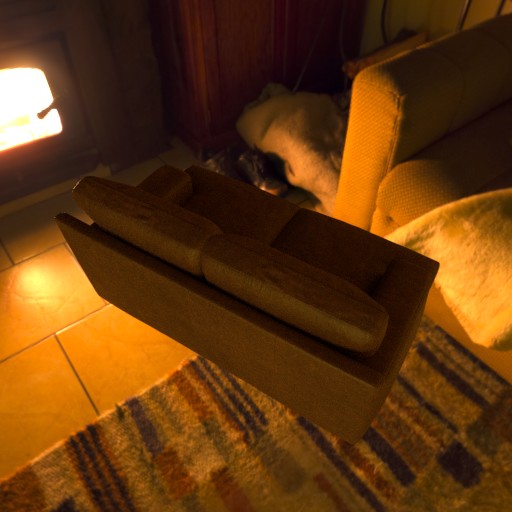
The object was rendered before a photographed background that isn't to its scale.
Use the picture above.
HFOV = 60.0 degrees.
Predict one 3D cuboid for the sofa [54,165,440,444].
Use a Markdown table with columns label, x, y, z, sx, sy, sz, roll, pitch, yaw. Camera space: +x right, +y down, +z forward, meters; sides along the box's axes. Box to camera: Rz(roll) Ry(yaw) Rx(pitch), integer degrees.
| label | x | y | z | sx | sy | sz | roll | pitch | yaw |
| --- | --- | --- | --- | --- | --- | --- | --- | --- | --- |
| sofa | 0.000 | 0.000 | 2.511 | 1.880 | 0.939 | 1.143 | 25 | 51 | 21 |
